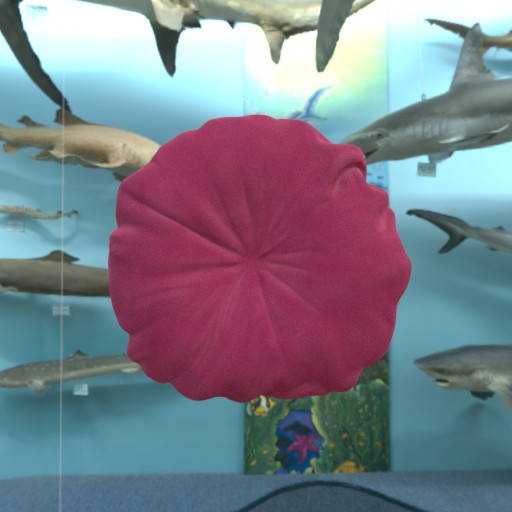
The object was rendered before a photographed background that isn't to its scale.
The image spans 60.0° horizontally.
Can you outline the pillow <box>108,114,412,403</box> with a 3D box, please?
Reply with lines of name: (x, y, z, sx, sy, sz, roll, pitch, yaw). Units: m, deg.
pillow: (0.000, 0.000, 0.643, 0.428, 0.407, 0.148, 0, -1, 1)
